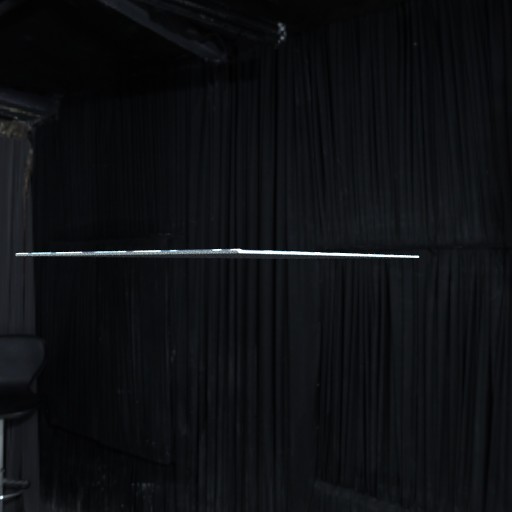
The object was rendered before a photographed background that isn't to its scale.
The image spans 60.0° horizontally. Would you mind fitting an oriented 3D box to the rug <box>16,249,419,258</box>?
[{"bbox_3d":[0.000,0.000,2.997,1.518,0.015,2.438,0,-1,34],"label":"rug"}]
